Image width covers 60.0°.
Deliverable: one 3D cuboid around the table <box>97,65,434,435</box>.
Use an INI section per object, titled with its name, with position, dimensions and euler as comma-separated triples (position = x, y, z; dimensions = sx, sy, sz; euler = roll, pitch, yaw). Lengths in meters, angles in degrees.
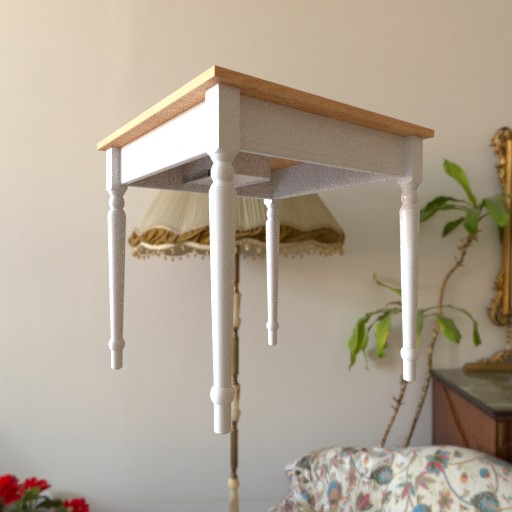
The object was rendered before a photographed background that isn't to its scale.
[table]
position = 0.000, 0.000, 1.376
dimensions = 0.747, 0.738, 0.747
euler = 0, 0, -36
